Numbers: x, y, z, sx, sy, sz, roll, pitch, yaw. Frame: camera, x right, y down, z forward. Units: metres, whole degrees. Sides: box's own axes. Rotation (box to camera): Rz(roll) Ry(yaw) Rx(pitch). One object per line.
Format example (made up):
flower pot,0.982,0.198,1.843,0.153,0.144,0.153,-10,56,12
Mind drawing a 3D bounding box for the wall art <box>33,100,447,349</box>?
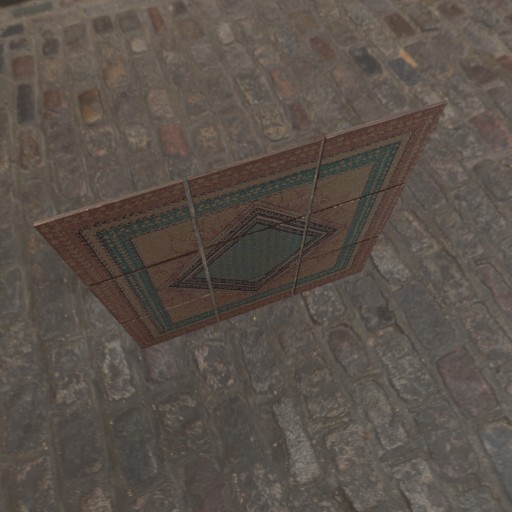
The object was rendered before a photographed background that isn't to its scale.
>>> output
wall art,0.000,0.000,2.225,1.527,1.525,0.014,-19,65,-9
